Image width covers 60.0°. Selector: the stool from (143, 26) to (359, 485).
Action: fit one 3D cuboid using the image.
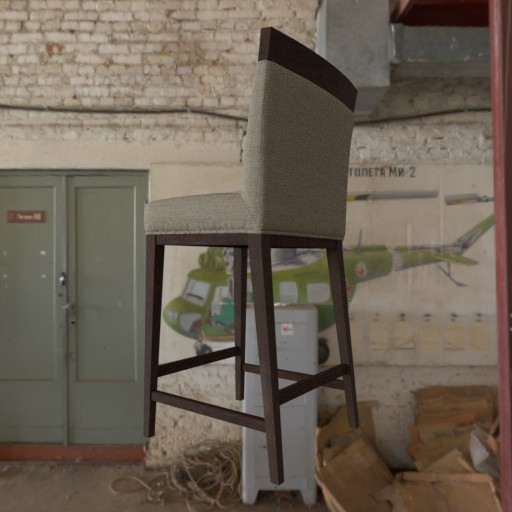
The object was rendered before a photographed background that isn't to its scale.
[{"bbox_3d":[0.000,0.000,1.411,0.531,1.117,0.511,0,-1,37],"label":"stool"}]
